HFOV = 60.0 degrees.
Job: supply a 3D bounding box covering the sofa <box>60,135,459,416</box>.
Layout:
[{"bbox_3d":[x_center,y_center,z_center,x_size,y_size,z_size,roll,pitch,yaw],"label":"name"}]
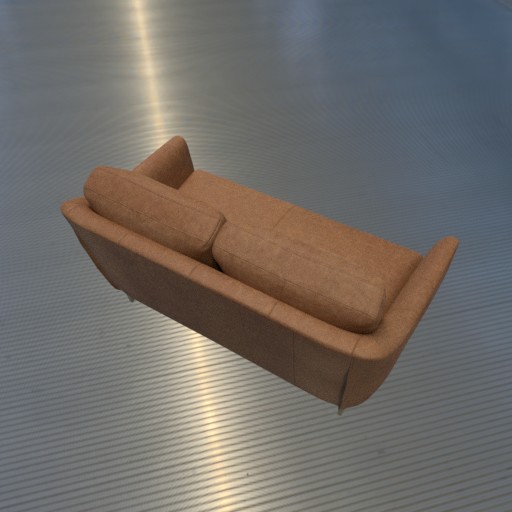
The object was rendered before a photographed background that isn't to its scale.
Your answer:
[{"bbox_3d":[0.000,0.000,2.120,1.619,0.902,0.960,24,52,20],"label":"sofa"}]
